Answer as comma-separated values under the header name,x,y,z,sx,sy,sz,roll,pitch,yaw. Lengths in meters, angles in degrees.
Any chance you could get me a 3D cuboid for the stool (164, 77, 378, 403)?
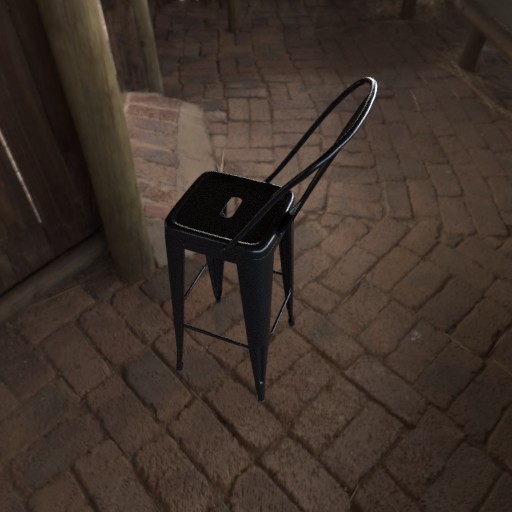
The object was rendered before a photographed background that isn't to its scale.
name,x,y,z,sx,sy,sz,roll,pitch,yaw
stool,0.000,0.000,1.357,0.513,1.096,0.399,16,48,15
